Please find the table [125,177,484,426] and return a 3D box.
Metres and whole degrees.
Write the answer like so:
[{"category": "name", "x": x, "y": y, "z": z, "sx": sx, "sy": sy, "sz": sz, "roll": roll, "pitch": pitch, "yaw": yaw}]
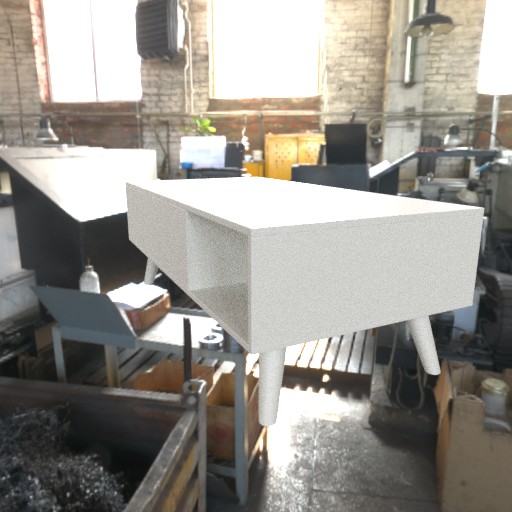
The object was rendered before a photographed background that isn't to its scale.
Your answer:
[{"category": "table", "x": 0.000, "y": 0.000, "z": 1.483, "sx": 0.609, "sy": 0.432, "sz": 1.194, "roll": -7, "pitch": 15, "yaw": -25}]
